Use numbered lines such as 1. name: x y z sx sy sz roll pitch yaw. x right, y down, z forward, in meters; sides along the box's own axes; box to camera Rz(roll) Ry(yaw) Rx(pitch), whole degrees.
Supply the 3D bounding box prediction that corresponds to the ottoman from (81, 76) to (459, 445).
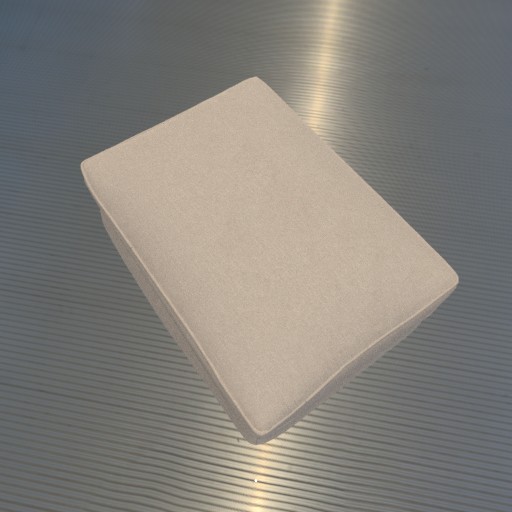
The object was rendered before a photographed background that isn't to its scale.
1. ottoman: 0.000 0.000 1.001 0.501 0.456 0.665 -32 68 -15
